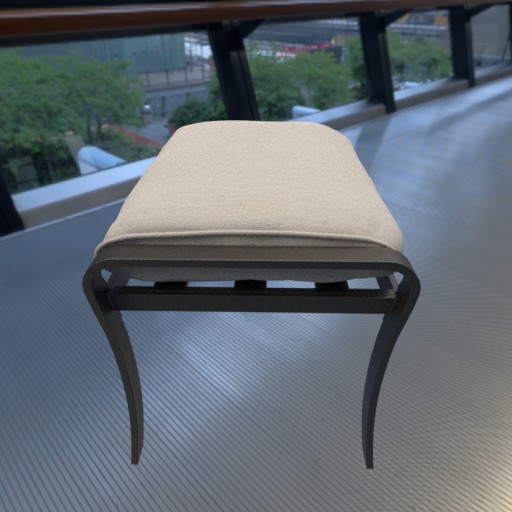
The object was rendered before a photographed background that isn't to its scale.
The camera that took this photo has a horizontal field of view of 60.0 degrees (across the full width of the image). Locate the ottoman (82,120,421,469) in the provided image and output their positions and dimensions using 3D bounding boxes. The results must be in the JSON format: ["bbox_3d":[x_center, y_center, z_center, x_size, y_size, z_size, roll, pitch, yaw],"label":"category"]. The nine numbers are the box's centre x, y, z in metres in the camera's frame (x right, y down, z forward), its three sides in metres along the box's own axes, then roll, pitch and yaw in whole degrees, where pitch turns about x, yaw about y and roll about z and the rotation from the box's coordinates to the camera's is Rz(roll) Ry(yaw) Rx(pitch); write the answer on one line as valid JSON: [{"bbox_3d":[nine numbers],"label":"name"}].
[{"bbox_3d":[0.000,0.000,0.860,0.406,0.422,0.610,1,30,1],"label":"ottoman"}]
